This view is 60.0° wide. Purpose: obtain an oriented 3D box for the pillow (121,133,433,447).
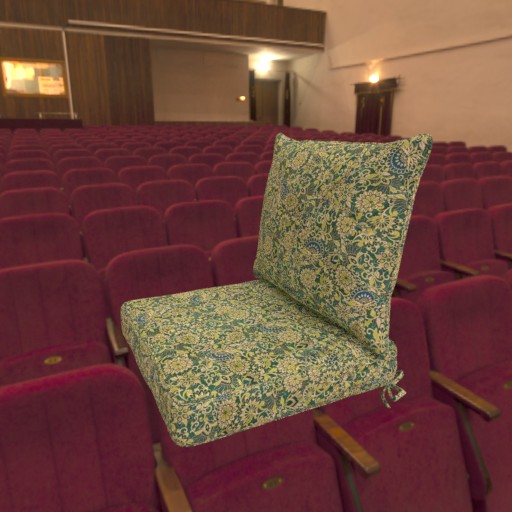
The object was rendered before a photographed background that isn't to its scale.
[{"bbox_3d":[0.000,0.000,1.350,0.740,0.722,0.798,-8,18,-25],"label":"pillow"}]
